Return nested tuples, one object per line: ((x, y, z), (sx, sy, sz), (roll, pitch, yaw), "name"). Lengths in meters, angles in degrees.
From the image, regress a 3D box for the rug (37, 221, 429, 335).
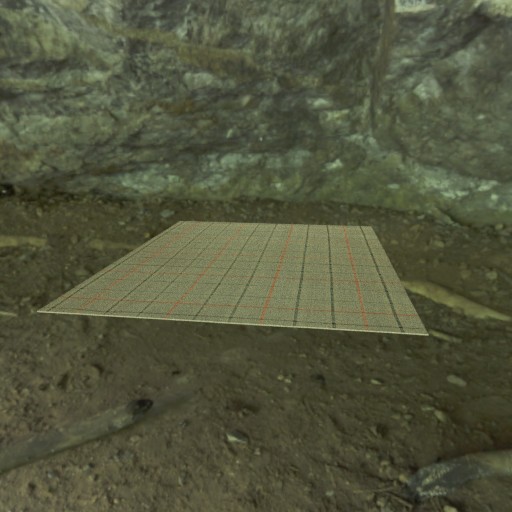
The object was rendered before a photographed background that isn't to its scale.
((0.000, 0.000, 4.164), (2.444, 0.012, 3.048), (2, 16, 8), "rug")
